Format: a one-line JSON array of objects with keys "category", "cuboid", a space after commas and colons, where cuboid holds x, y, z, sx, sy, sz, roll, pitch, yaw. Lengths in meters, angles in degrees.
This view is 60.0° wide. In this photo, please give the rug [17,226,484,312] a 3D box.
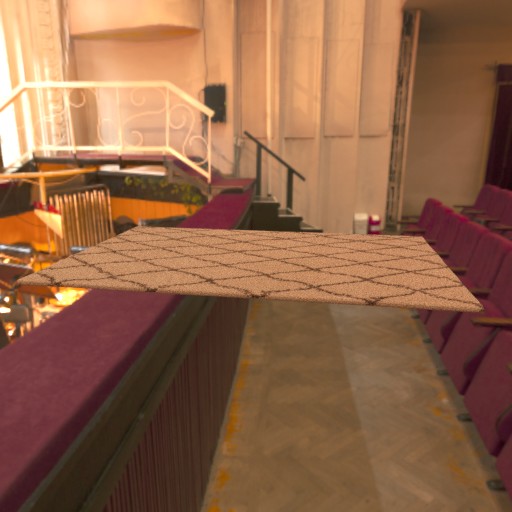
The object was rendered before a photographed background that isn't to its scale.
[{"category": "rug", "cuboid": [0.000, 0.000, 3.386, 2.743, 0.030, 1.778, 3, 15, 10]}]
